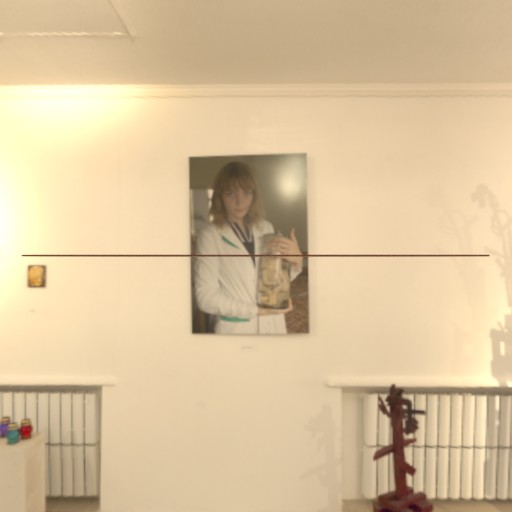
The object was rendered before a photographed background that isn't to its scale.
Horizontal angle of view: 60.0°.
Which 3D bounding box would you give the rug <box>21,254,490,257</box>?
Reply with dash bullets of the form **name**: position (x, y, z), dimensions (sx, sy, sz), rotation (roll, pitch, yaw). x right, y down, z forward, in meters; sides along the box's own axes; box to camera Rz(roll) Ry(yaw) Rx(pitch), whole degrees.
- **rug**: position (0.000, 0.000, 4.216), dimensions (3.197, 0.013, 2.381), rotation (0, 0, 1)
